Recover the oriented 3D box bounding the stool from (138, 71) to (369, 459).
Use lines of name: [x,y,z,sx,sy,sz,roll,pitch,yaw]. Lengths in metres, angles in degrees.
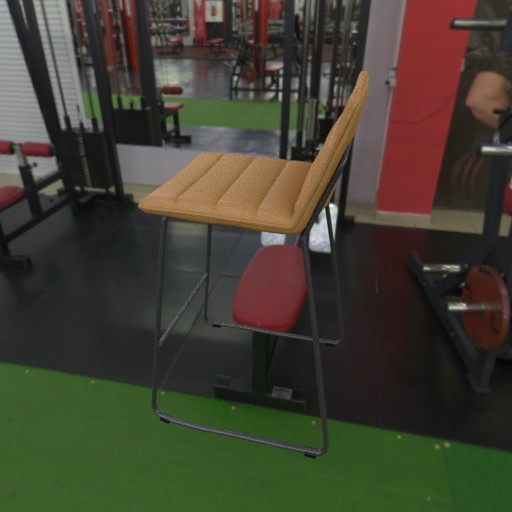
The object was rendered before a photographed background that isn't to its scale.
stool: [0.000,0.000,1.228,0.524,0.936,0.489,7,31,13]
